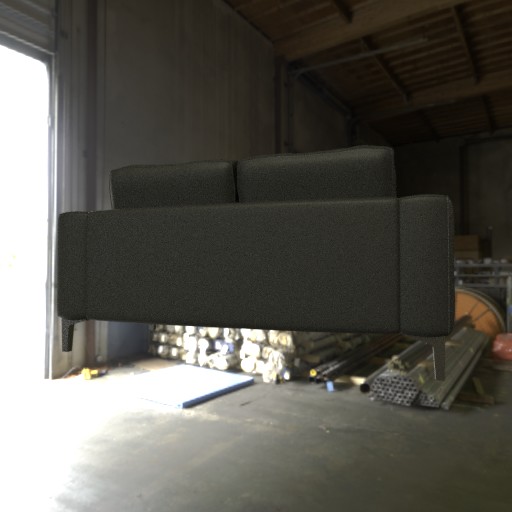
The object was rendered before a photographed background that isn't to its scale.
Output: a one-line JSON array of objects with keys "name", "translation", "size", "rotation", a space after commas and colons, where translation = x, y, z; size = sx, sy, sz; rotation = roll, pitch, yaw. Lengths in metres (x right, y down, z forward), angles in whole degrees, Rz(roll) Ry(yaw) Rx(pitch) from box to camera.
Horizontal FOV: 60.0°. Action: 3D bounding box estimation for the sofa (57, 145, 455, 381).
[{"name": "sofa", "translation": [0.000, 0.000, 2.172], "size": [1.726, 0.893, 0.833], "rotation": [0, -1, 19]}]
